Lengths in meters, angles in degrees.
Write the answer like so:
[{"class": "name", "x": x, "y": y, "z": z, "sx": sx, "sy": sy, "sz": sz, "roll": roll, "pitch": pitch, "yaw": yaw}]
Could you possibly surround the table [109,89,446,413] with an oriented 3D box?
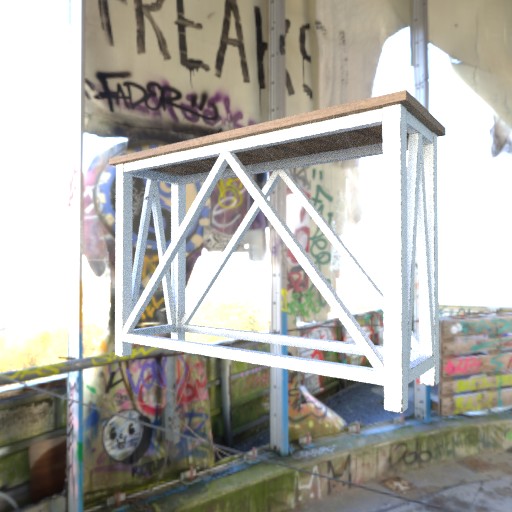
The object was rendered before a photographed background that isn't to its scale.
[{"class": "table", "x": 0.000, "y": 0.000, "z": 1.852, "sx": 1.400, "sy": 0.930, "sz": 0.450, "roll": -1, "pitch": -1, "yaw": 37}]
